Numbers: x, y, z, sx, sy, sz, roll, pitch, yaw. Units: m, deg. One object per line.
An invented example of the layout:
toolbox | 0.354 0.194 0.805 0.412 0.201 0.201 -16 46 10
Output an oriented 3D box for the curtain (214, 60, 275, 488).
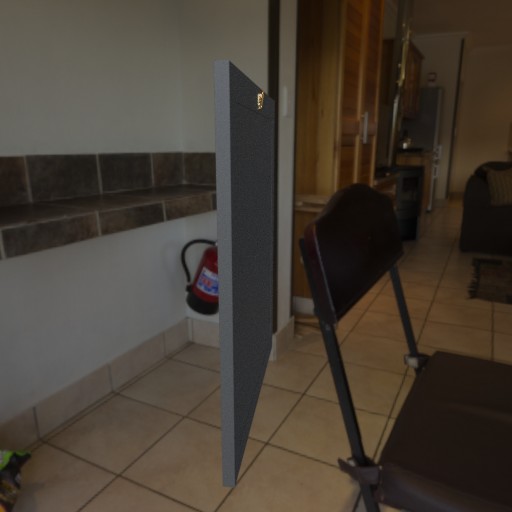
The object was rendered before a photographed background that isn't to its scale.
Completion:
curtain | 0.000 0.000 0.815 0.027 0.585 0.483 2 14 8
